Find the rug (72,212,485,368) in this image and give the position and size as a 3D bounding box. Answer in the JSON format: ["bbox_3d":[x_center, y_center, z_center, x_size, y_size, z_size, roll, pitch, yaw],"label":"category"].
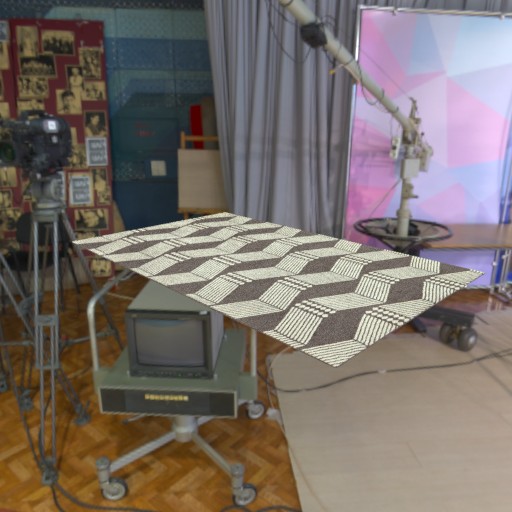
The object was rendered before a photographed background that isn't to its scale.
[{"bbox_3d":[0.000,0.000,3.019,1.517,0.011,2.435,-16,24,-42],"label":"rug"}]
